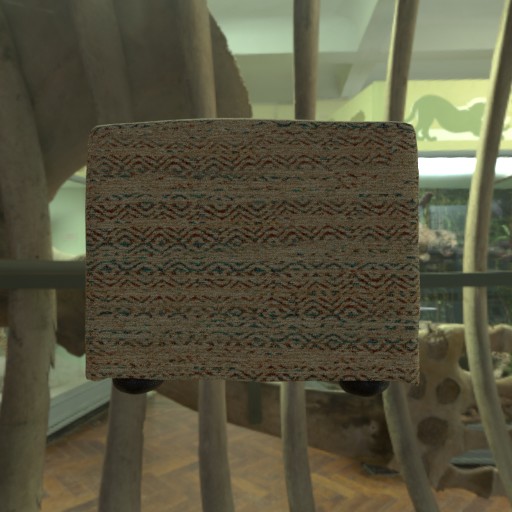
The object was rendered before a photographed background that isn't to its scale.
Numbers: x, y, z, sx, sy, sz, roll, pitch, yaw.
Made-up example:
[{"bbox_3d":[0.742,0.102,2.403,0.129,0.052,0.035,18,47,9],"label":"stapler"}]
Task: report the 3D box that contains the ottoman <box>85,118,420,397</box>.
[{"bbox_3d":[0.000,0.000,0.912,0.512,0.453,0.521,0,0,2],"label":"ottoman"}]
